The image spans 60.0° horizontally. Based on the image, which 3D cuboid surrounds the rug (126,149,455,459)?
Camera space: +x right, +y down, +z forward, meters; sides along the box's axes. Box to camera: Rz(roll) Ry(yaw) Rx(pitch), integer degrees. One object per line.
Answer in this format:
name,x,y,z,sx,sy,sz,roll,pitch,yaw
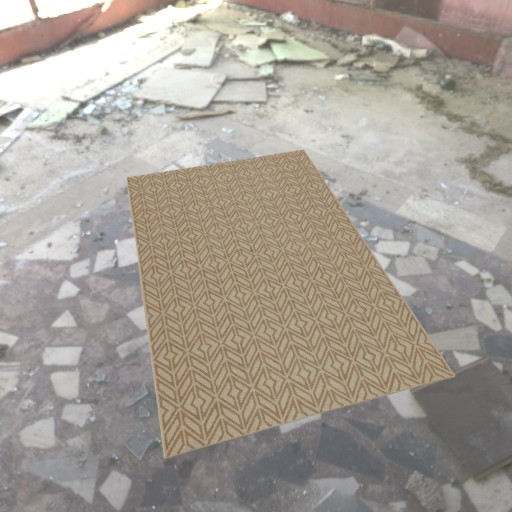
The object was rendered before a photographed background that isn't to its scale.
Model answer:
rug,0.000,0.000,2.359,1.220,0.007,1.828,-11,46,-11
